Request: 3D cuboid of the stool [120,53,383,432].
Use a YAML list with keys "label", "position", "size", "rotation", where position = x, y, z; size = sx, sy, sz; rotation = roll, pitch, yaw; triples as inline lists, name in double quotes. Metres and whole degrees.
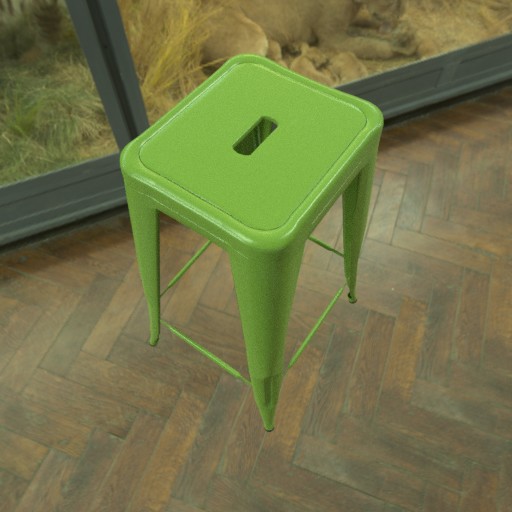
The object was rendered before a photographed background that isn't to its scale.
- label: "stool"
  position: [0.000, 0.000, 0.836]
  size: [0.358, 0.609, 0.398]
  rotation: [31, 63, 18]
